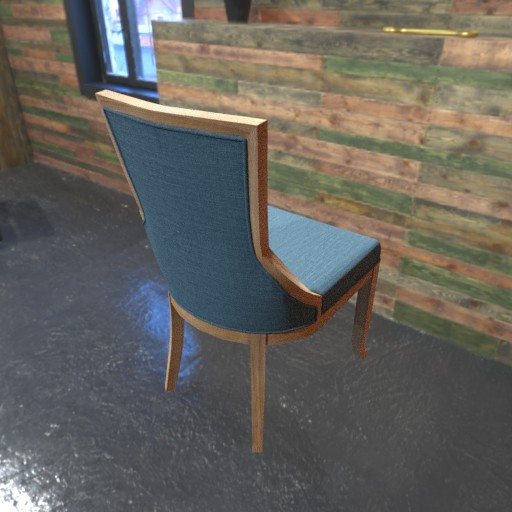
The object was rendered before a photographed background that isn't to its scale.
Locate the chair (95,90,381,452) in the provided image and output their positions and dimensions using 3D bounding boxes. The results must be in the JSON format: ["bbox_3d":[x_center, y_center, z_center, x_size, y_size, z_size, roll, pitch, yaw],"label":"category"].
[{"bbox_3d":[0.000,0.000,1.293,0.524,0.947,0.641,22,37,32],"label":"chair"}]
